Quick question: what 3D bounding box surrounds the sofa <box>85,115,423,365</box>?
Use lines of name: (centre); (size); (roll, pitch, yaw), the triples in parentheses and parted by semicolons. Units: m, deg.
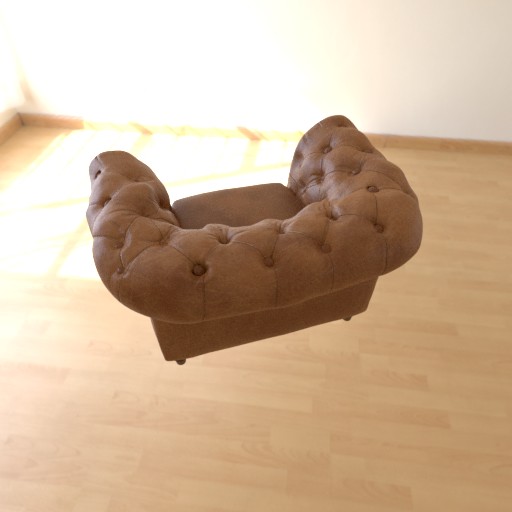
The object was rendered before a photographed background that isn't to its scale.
sofa: (0.000, 0.000, 2.128); (1.405, 0.878, 1.033); (-12, 44, -13)
